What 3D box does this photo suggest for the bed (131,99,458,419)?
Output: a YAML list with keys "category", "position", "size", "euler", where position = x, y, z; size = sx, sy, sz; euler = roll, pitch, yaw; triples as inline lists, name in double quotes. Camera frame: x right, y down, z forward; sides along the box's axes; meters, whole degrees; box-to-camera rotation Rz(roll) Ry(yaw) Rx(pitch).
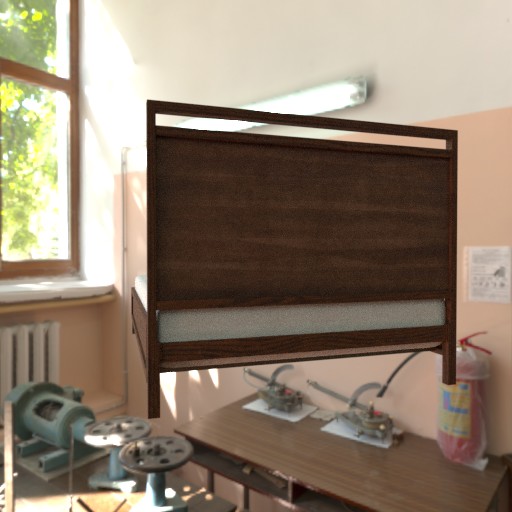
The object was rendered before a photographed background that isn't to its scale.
- category: "bed"
  position: [0.000, 0.000, 3.381]
  size: [1.765, 1.487, 2.218]
  euler: [0, 1, -18]
